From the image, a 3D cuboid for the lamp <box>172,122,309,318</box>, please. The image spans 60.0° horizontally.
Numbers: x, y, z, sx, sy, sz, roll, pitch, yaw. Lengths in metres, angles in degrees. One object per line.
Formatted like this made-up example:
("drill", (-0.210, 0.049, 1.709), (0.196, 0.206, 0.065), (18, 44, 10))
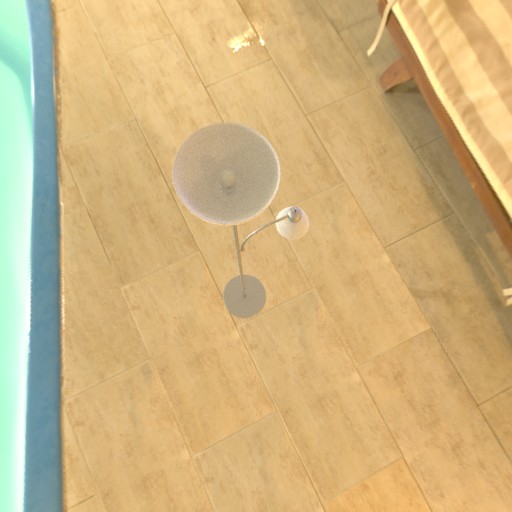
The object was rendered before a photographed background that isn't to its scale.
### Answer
("lamp", (0.000, 0.000, 1.962), (0.425, 1.804, 0.279), (-20, 76, -5))
